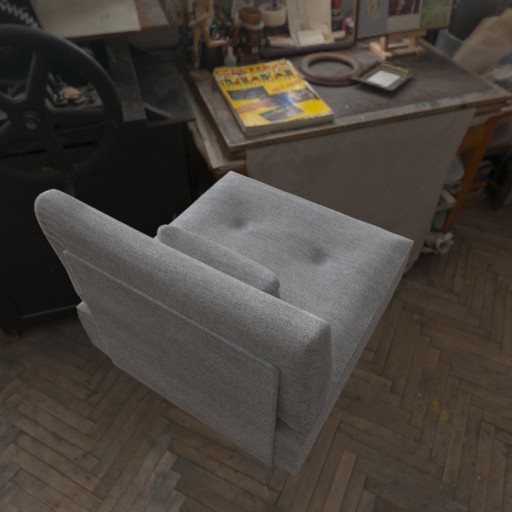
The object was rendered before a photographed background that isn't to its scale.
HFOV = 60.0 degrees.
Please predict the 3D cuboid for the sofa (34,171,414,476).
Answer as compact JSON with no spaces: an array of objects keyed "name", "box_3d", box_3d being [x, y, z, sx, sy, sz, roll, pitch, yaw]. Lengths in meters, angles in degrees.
[{"name":"sofa","box_3d":[0.000,0.000,1.645,0.930,0.820,1.000,25,51,22]}]
